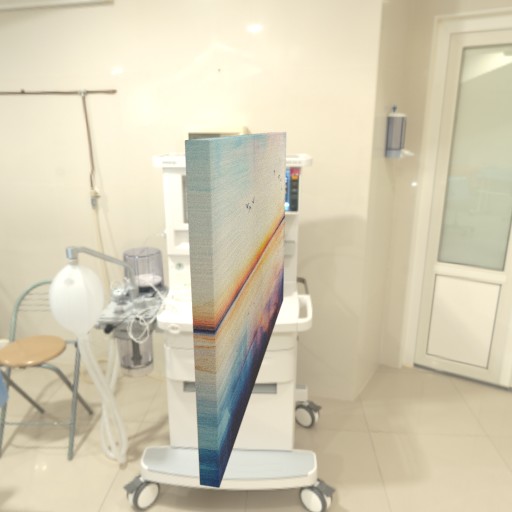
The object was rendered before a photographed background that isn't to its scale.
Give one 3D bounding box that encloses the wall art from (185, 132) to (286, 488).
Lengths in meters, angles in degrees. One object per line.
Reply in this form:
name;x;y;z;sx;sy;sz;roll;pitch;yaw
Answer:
wall art;0.000;0.000;1.143;0.037;0.605;0.911;3;17;10
